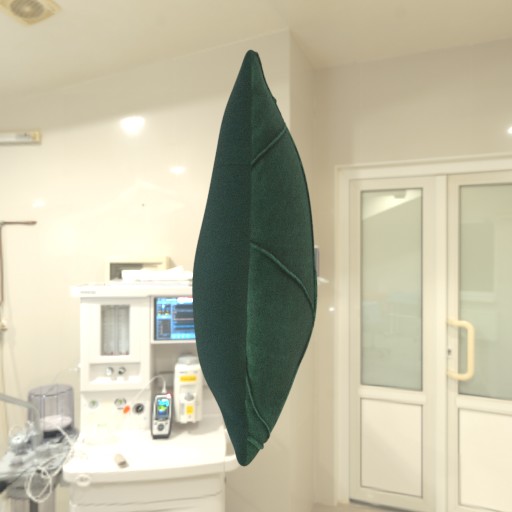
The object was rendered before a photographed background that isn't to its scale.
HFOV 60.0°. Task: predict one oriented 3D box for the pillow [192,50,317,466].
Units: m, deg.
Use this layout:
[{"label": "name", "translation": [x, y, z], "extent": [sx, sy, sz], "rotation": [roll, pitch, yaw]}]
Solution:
[{"label": "pillow", "translation": [0.000, 0.000, 0.676], "extent": [0.184, 0.440, 0.439], "rotation": [0, 0, 1]}]
